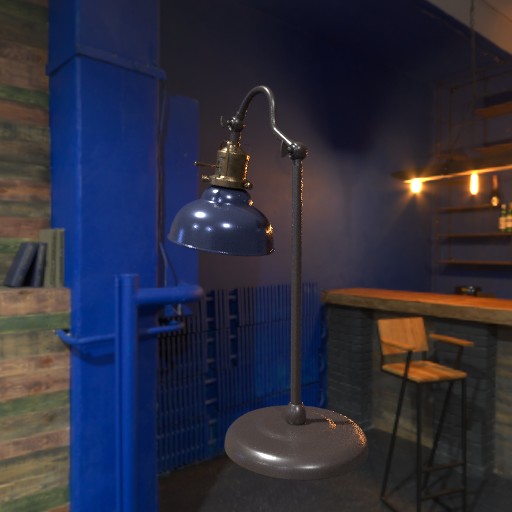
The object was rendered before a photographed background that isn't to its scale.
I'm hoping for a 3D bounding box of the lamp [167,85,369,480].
[{"bbox_3d":[0.000,0.000,0.672,0.192,0.508,0.374,0,1,-36],"label":"lamp"}]
